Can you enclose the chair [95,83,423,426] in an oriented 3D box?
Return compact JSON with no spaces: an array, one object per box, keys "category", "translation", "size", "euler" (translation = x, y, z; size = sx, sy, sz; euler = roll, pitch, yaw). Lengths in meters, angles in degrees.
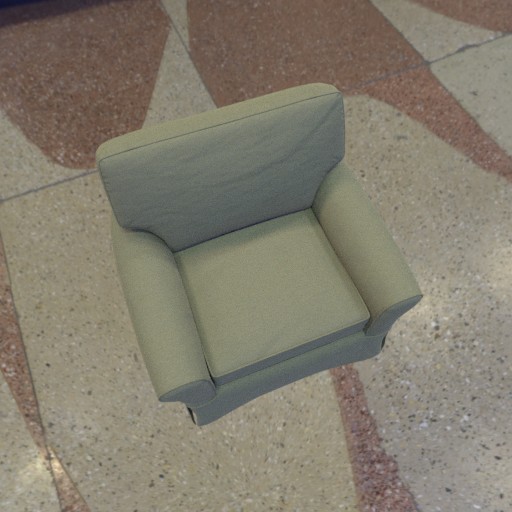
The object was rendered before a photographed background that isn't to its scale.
[{"category":"chair","translation":[0.000,0.000,1.911],"size":[1.135,1.017,0.988],"euler":[-19,63,-10]}]
